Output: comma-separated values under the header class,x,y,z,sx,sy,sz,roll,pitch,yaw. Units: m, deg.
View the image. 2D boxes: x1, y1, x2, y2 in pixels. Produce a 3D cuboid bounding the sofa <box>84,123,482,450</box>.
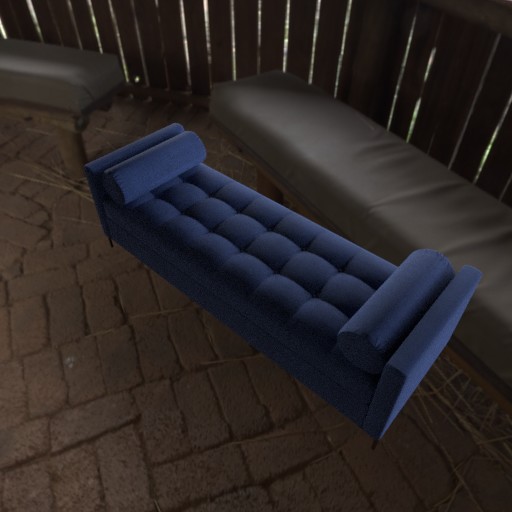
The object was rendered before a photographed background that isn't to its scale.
class,x,y,z,sx,sy,sz,roll,pitch,yaw
sofa,0.000,0.000,2.369,1.981,0.635,0.686,32,52,29
